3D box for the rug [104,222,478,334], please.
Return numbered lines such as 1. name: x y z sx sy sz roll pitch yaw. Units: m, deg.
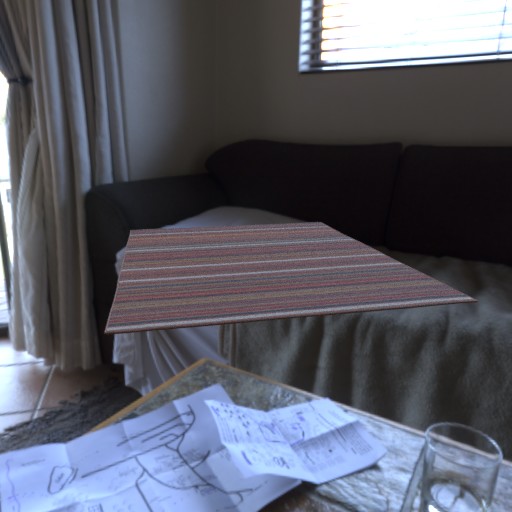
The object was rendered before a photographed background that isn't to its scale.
1. rug: 0.000 0.000 4.244 2.479 0.023 3.092 -3 15 -12
